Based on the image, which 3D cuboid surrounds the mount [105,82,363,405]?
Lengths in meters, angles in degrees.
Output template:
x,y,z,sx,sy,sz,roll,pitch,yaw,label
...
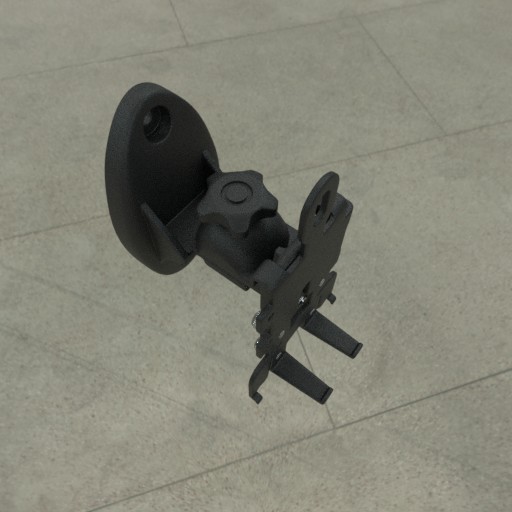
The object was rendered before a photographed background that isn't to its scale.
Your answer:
x,y,z,sx,sy,sz,roll,pitch,yaw,label
0.000,0.000,0.172,0.100,0.118,0.066,33,64,19,mount
